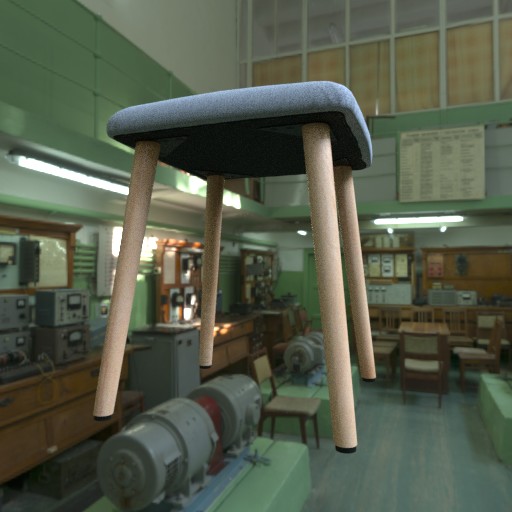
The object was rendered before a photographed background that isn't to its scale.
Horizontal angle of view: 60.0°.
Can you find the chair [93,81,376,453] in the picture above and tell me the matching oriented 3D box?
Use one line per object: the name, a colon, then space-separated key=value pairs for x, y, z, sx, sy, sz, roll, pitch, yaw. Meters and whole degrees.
chair: x=0.000 y=0.000 z=0.697 sx=0.350 sy=0.440 sz=0.350 roll=-1 pitch=-2 yaw=19
